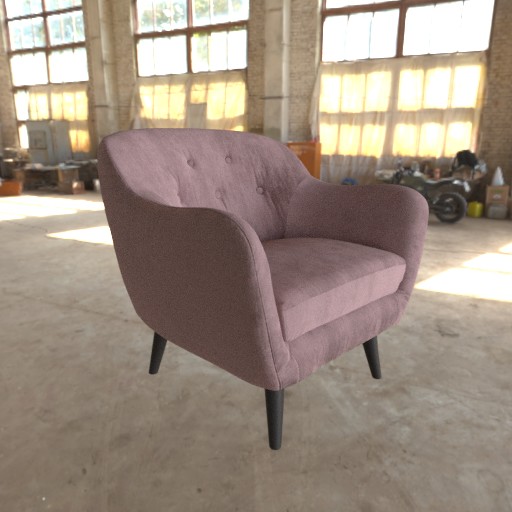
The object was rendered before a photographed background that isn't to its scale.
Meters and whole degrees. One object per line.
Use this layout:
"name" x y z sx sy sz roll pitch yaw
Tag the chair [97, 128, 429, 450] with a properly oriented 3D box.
"chair" 0.000 0.000 1.461 0.840 0.820 0.820 -14 20 -42
